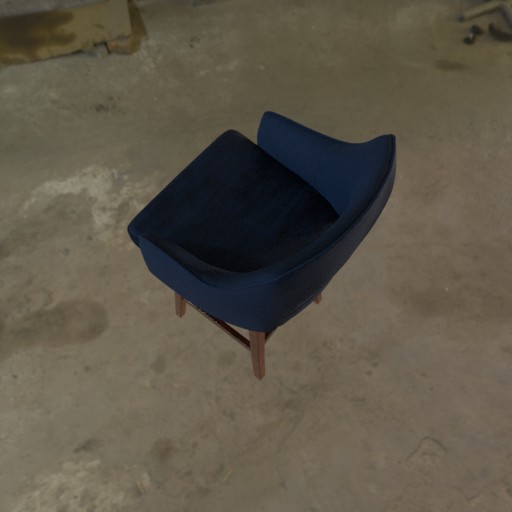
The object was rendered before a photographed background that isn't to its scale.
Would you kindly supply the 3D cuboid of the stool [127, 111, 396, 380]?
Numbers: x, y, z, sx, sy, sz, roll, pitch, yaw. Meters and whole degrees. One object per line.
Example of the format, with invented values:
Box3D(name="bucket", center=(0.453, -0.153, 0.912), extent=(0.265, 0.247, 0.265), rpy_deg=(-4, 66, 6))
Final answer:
Box3D(name="stool", center=(0.000, 0.000, 1.373), extent=(0.560, 1.041, 0.550), rpy_deg=(35, 68, 16))
